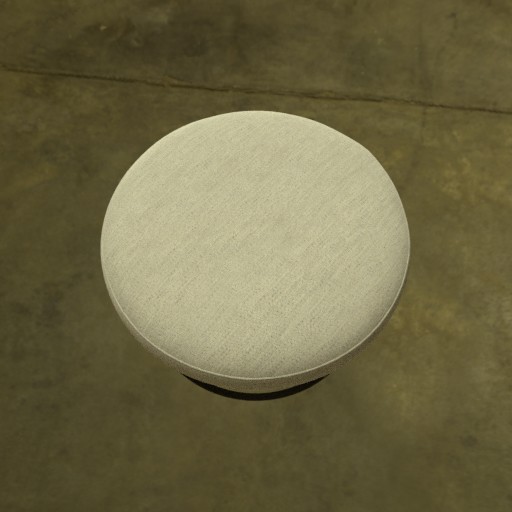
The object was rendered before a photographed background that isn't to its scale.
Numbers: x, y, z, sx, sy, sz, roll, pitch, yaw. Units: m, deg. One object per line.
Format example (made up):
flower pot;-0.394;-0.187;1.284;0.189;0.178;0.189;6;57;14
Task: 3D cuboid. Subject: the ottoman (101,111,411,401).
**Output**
ottoman;0.000;0.000;1.235;0.769;0.459;0.769;0;63;0
